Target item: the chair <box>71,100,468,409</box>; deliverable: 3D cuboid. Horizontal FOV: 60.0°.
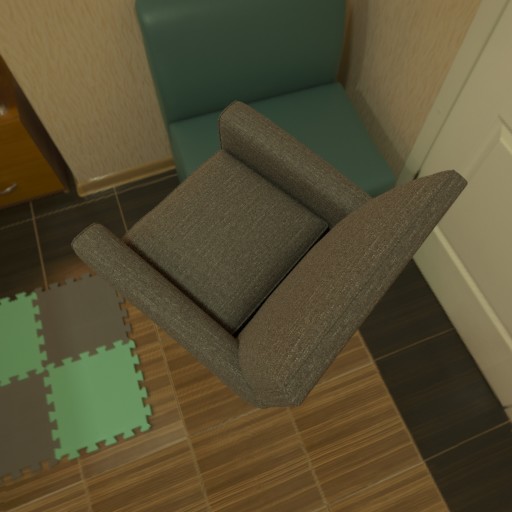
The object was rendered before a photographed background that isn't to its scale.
[{"bbox_3d":[0.000,0.000,1.579,0.875,0.885,0.838,37,69,17],"label":"chair"}]
